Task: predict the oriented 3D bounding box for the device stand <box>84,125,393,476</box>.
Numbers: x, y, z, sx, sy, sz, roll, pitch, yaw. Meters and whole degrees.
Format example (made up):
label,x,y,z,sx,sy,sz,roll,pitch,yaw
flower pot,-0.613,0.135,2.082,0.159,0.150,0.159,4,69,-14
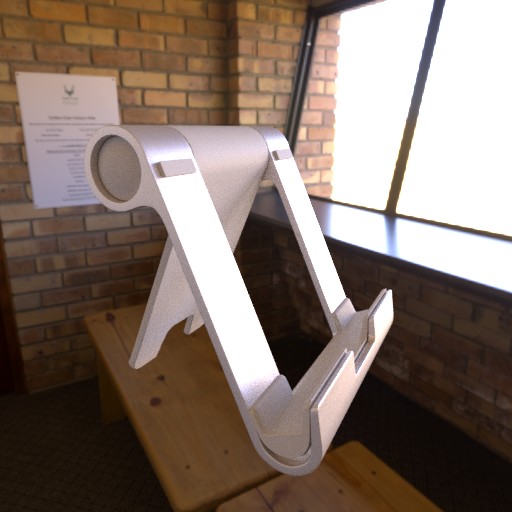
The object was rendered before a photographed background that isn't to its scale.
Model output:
label,x,y,z,sx,sy,sz,roll,pitch,yaw
device stand,0.000,0.000,0.148,0.079,0.084,0.086,8,18,26
